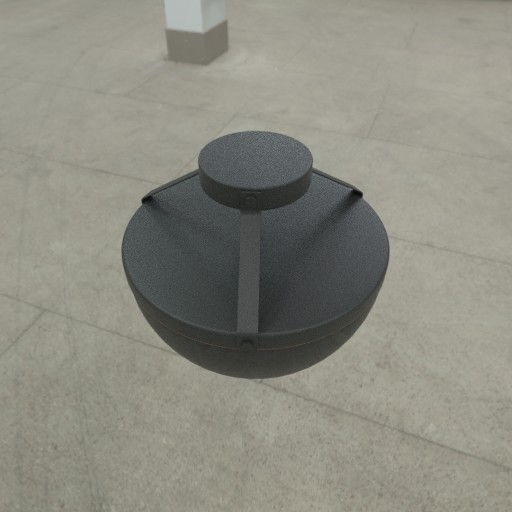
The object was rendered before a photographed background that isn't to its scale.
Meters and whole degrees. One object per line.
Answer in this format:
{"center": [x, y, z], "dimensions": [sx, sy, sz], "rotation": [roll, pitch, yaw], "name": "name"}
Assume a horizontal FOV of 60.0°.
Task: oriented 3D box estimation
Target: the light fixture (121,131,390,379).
{"center": [0.000, 0.000, 0.537], "dimensions": [0.304, 0.269, 0.304], "rotation": [0, 42, 0], "name": "light fixture"}
